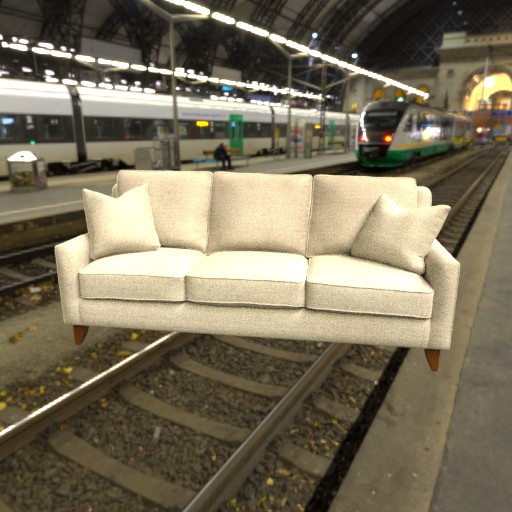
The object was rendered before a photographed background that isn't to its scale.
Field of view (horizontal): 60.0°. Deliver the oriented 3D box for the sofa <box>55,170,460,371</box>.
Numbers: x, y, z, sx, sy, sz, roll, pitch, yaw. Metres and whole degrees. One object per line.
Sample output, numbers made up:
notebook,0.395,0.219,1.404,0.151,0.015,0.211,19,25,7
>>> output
sofa,0.000,0.000,2.555,2.031,0.914,0.865,2,16,8
